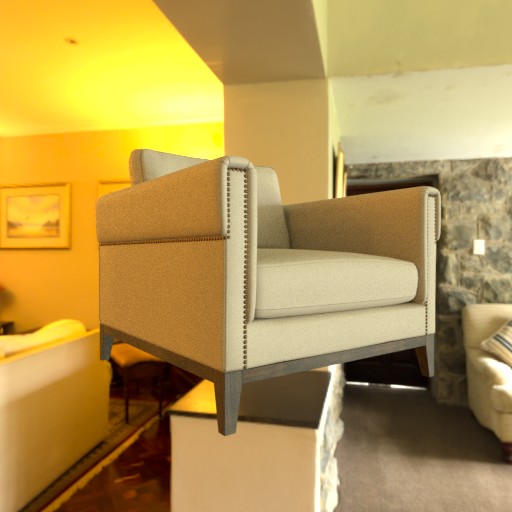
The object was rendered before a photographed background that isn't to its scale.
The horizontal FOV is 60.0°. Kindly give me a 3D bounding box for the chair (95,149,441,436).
[{"bbox_3d":[0.000,0.000,1.662,0.914,0.838,0.959,0,0,-36],"label":"chair"}]
